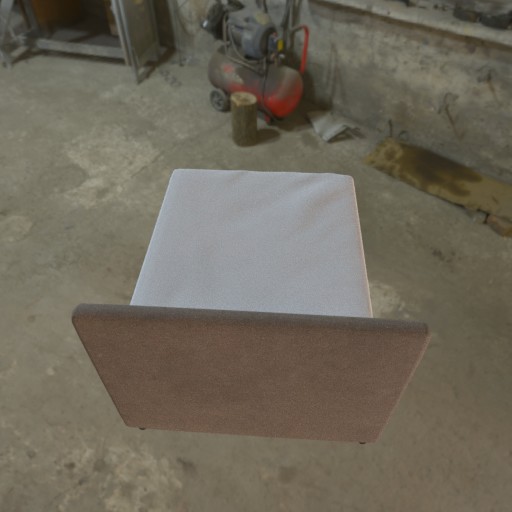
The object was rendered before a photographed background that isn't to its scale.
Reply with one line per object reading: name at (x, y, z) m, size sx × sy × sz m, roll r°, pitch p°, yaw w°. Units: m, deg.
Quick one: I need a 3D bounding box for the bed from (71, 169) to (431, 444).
bed at (0.000, 0.000, 3.179) m, size 1.723 × 1.330 × 2.142 m, roll 3°, pitch 47°, yaw 3°
